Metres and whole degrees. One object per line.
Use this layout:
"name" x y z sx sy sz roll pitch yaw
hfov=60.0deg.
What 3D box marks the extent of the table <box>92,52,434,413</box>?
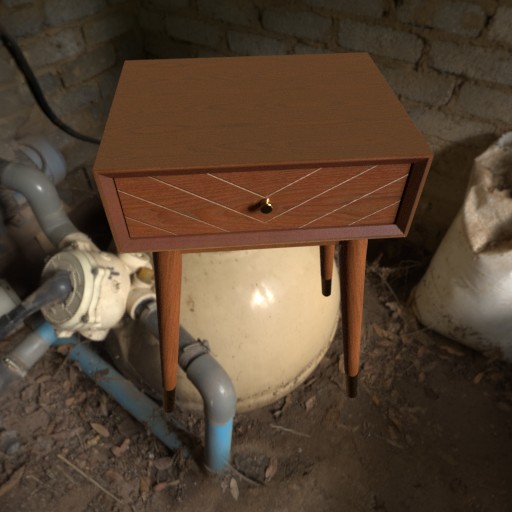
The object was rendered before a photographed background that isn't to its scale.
"table" 0.000 0.000 0.810 0.406 0.599 0.300 -3 46 -3
